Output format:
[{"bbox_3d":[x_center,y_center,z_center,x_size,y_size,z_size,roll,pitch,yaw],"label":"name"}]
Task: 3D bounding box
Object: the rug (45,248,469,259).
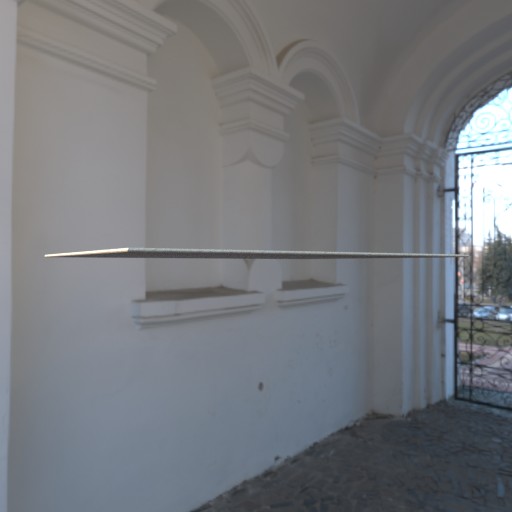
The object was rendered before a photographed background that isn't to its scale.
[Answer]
[{"bbox_3d":[0.000,0.000,2.737,2.132,0.015,1.526,1,-1,-35],"label":"rug"}]
